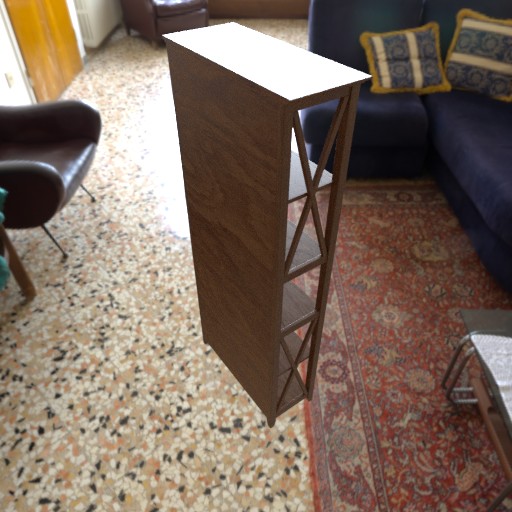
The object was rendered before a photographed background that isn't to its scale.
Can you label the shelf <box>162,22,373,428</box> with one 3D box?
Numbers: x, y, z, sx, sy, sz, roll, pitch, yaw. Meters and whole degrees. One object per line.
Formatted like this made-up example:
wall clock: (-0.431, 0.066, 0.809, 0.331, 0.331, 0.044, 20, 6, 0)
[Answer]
shelf: (0.000, 0.000, 2.197, 0.335, 1.905, 0.805, -25, 47, -26)
